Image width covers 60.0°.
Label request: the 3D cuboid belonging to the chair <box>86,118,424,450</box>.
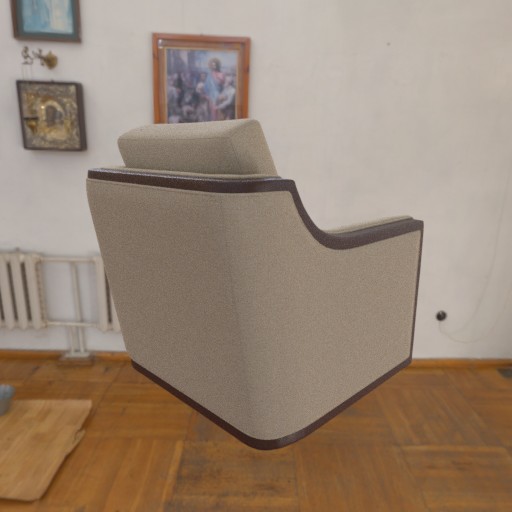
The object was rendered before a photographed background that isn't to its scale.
[{"bbox_3d":[0.000,0.000,1.635,0.950,0.930,0.870,-13,19,-43],"label":"chair"}]
